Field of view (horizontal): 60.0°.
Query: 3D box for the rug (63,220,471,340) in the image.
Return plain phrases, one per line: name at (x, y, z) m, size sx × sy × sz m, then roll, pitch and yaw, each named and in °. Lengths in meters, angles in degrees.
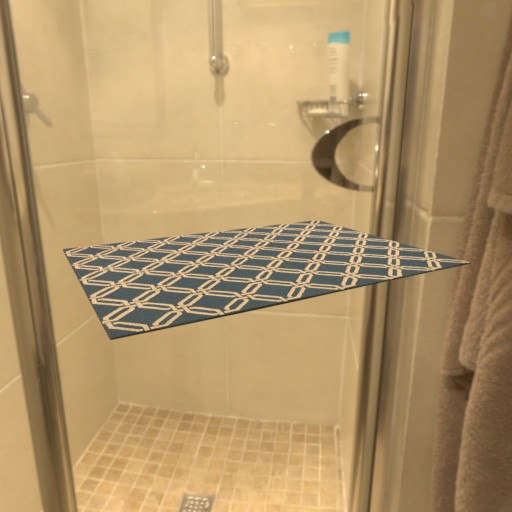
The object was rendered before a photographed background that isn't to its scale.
rug at (0.000, 0.000, 4.458) m, size 3.342 × 0.018 × 2.432 m, roll -8°, pitch 18°, yaw -28°
